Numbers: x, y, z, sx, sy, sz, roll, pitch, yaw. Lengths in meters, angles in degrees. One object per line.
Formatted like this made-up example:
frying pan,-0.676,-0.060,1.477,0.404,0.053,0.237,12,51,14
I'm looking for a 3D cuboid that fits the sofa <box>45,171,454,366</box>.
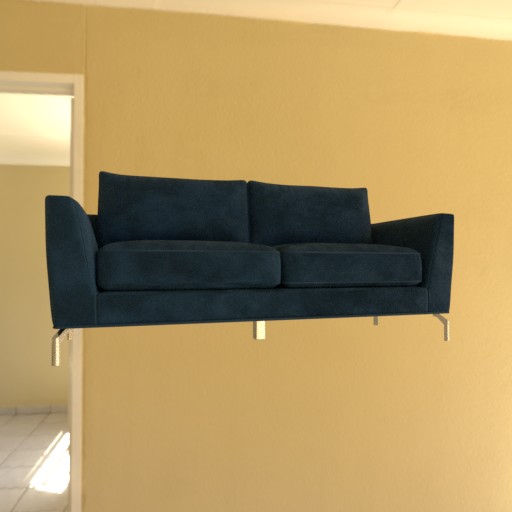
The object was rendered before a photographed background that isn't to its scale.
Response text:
sofa,0.000,0.000,2.660,2.212,0.998,0.853,0,-1,-18
